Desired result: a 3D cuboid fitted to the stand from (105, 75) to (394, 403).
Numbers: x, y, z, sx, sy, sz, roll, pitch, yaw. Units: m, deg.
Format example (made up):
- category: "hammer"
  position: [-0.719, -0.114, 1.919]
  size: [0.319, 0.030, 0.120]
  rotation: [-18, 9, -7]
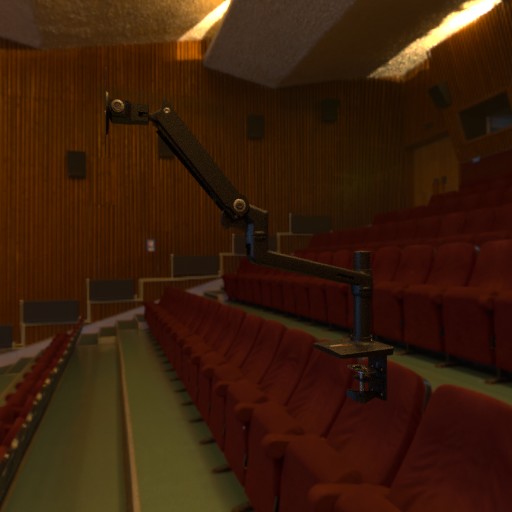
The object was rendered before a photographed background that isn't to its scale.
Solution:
- category: "stand"
  position: [0.000, 0.000, 1.007]
  size: [0.650, 0.713, 0.152]
  rotation: [0, -1, -19]
